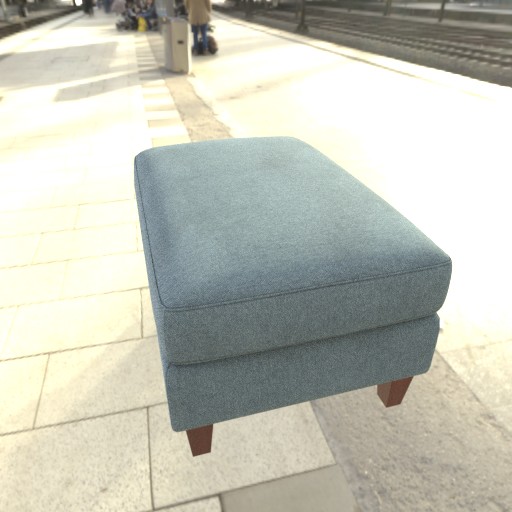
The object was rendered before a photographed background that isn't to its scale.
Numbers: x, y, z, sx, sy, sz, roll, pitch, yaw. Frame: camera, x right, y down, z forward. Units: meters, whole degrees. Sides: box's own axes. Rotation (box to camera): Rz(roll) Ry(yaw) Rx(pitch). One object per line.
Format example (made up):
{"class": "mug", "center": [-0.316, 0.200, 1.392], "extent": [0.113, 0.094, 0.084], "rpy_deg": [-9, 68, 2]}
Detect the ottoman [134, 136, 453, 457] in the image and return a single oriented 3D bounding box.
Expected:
{"class": "ottoman", "center": [0.000, 0.000, 1.209], "extent": [0.584, 0.483, 0.864], "rpy_deg": [-9, 32, -14]}
